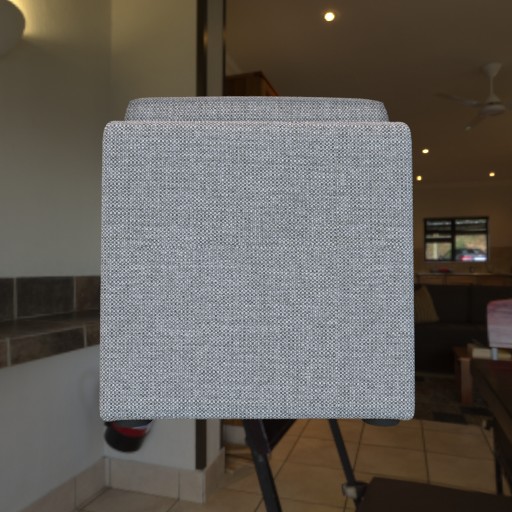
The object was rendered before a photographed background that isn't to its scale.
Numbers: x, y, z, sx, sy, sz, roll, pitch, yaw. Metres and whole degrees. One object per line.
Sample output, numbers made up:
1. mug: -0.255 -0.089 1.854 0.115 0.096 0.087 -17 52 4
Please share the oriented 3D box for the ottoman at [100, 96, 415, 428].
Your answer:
1. ottoman: 0.000 0.000 0.834 0.436 0.487 0.454 0 -2 -1
